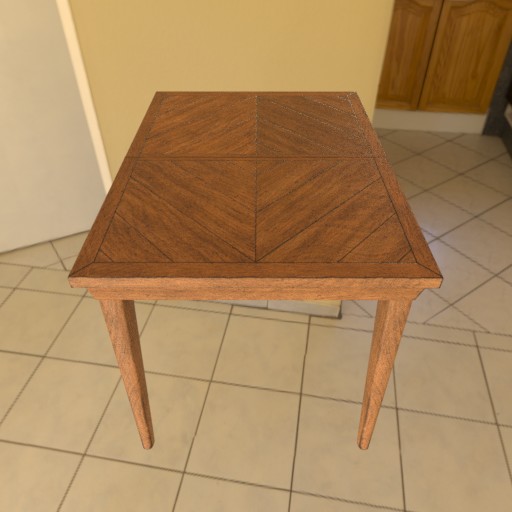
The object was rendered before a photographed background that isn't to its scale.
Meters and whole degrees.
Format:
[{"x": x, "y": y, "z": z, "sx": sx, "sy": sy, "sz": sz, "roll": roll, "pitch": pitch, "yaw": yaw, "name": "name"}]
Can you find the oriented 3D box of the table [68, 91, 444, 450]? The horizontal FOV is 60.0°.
[{"x": 0.000, "y": 0.000, "z": 1.528, "sx": 0.757, "sy": 0.760, "sz": 1.027, "roll": 0, "pitch": 40, "yaw": 0, "name": "table"}]
